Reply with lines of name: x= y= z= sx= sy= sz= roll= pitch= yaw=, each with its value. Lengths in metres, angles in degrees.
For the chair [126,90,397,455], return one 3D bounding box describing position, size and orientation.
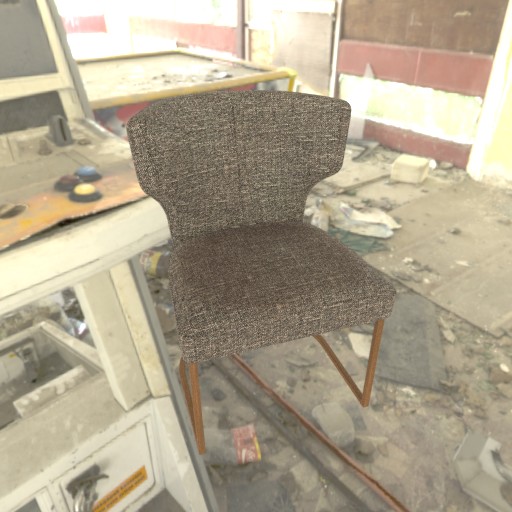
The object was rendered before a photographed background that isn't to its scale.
chair: x=0.000 y=0.000 z=1.287 sx=0.611 sy=0.824 sz=0.617 roll=-10 pitch=33 yaw=-16
